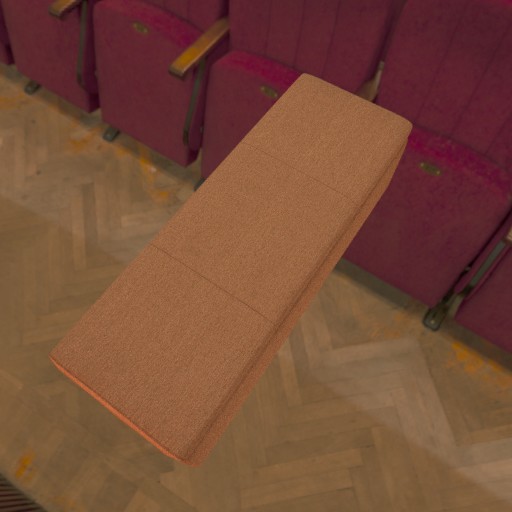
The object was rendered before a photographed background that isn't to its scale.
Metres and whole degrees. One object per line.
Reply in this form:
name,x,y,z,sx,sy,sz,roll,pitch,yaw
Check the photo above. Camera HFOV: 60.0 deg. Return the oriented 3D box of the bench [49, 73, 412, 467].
bench,0.000,0.000,1.479,0.446,0.438,1.269,31,67,15
